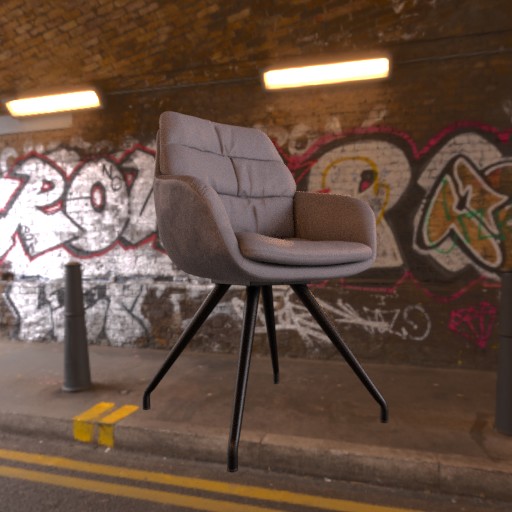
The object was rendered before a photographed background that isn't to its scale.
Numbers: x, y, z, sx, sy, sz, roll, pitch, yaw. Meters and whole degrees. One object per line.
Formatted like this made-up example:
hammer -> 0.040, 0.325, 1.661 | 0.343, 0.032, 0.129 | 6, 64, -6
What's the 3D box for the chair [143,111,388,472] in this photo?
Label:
chair -> 0.000, 0.000, 1.260 | 0.579, 0.888, 0.569 | 1, -1, -35
